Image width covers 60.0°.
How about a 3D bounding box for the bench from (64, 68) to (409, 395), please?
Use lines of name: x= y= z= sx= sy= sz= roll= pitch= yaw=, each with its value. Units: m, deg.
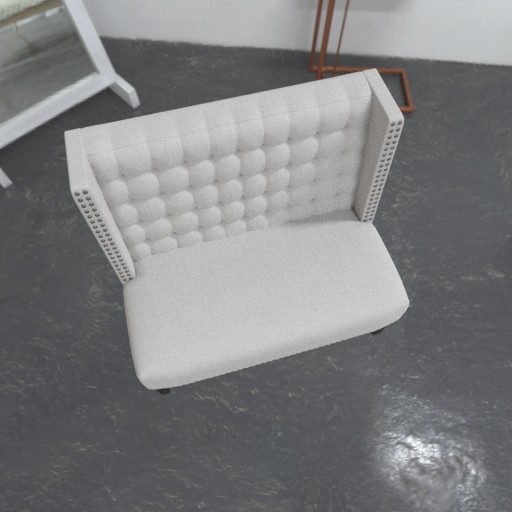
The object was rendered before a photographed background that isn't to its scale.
bench: x=0.000 y=0.000 z=2.033 sx=1.280 sy=1.123 sz=0.847 roll=-14 pitch=64 yaw=-7
